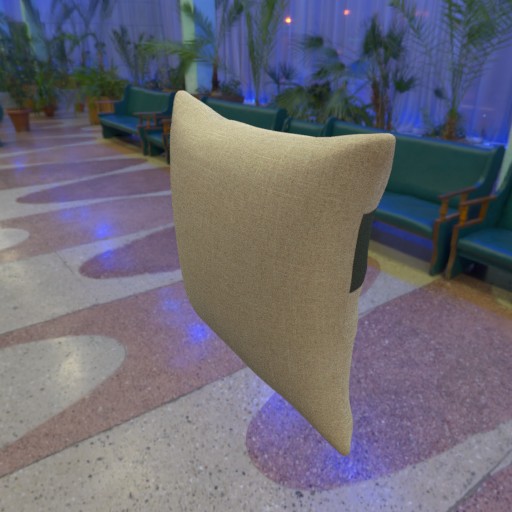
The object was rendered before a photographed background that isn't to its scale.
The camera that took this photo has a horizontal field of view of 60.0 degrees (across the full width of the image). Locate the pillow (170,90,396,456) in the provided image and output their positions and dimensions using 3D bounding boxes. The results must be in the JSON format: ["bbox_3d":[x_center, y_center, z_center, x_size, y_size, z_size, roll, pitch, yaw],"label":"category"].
[{"bbox_3d":[0.000,0.000,0.615,0.173,0.399,0.414,-17,31,-30],"label":"pillow"}]
